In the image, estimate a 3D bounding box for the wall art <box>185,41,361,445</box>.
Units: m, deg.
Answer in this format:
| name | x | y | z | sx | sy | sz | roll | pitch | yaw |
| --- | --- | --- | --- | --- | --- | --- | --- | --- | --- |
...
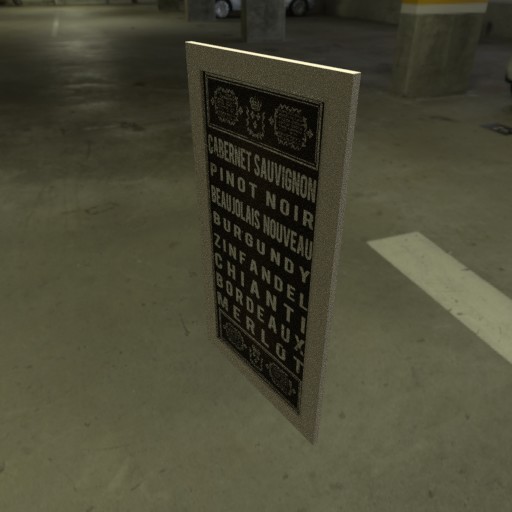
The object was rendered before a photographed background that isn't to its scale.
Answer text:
| name | x | y | z | sx | sy | sz | roll | pitch | yaw |
| --- | --- | --- | --- | --- | --- | --- | --- | --- | --- |
| wall art | 0.000 | 0.000 | 0.817 | 0.013 | 0.683 | 0.380 | -22 | 38 | -31 |
